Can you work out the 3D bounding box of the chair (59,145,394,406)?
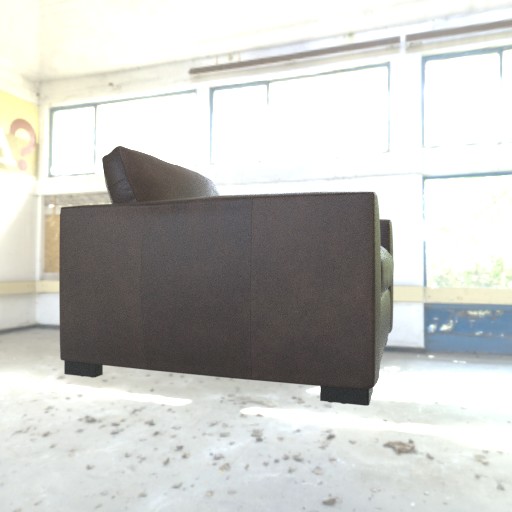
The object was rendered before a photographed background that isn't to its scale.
[{"bbox_3d":[0.000,0.000,1.810,1.069,0.812,1.100,0,0,19],"label":"chair"}]
